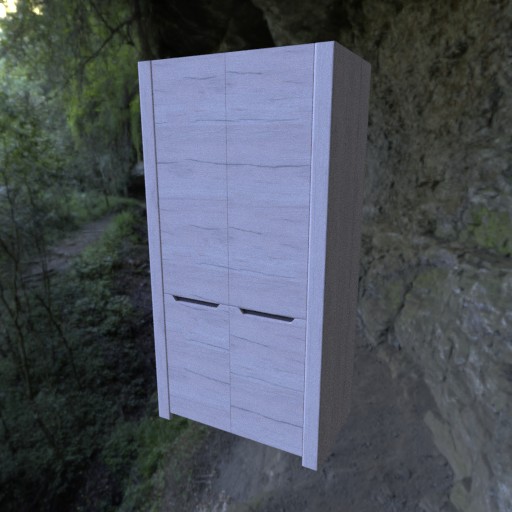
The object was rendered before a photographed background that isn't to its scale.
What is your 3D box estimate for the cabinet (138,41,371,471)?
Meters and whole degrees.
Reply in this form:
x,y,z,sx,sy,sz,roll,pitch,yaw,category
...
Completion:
x,y,z,sx,sy,sz,roll,pitch,yaw,category
0.000,0.000,2.388,0.980,1.930,0.580,7,16,26,cabinet
